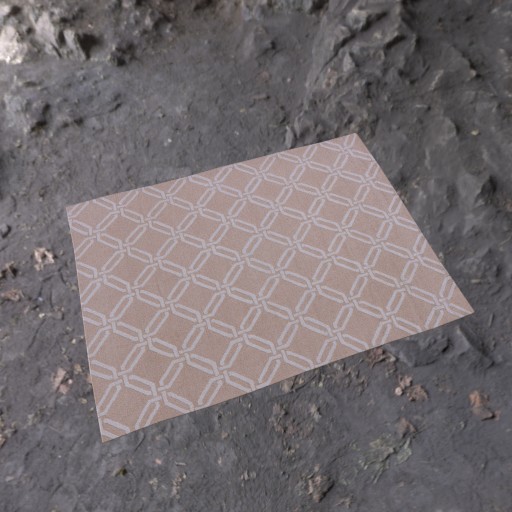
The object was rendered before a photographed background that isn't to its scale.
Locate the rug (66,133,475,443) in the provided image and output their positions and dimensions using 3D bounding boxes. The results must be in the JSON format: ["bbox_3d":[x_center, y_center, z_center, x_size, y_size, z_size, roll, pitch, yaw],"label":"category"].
[{"bbox_3d":[0.000,0.000,4.299,3.365,0.020,2.452,-16,60,-10],"label":"rug"}]
